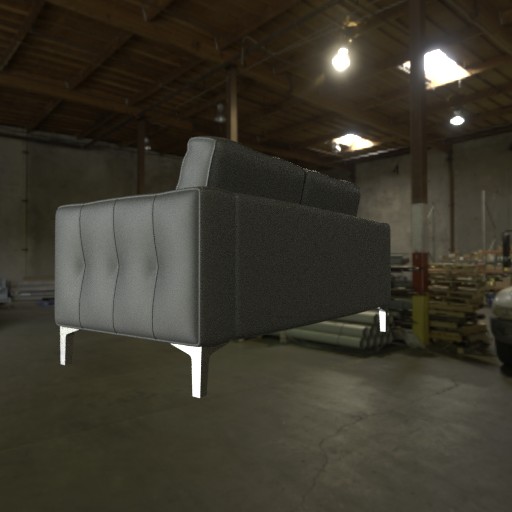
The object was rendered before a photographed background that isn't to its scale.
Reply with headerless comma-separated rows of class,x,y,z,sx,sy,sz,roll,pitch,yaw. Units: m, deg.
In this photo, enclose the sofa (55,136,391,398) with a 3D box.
sofa,0.000,0.000,2.249,0.833,0.893,1.726,-1,-1,36
